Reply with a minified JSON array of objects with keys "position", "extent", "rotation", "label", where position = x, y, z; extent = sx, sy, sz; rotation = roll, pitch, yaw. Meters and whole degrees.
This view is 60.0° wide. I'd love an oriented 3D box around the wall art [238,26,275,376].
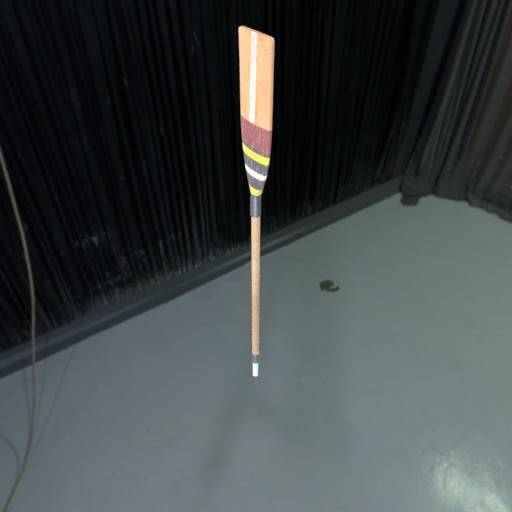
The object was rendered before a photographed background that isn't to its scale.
[{"position":[0.000,0.000,1.668],"extent":[0.038,1.556,0.146],"rotation":[-26,47,-27],"label":"wall art"}]
